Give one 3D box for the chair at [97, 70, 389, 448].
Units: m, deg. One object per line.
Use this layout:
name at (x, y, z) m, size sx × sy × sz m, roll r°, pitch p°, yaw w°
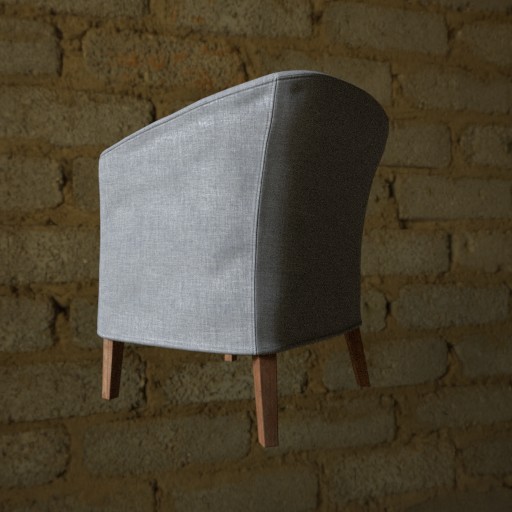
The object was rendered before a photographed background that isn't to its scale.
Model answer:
chair at (0.000, 0.000, 1.237) m, size 0.668 × 0.771 × 0.600 m, roll 0°, pitch 0°, yaw 36°
